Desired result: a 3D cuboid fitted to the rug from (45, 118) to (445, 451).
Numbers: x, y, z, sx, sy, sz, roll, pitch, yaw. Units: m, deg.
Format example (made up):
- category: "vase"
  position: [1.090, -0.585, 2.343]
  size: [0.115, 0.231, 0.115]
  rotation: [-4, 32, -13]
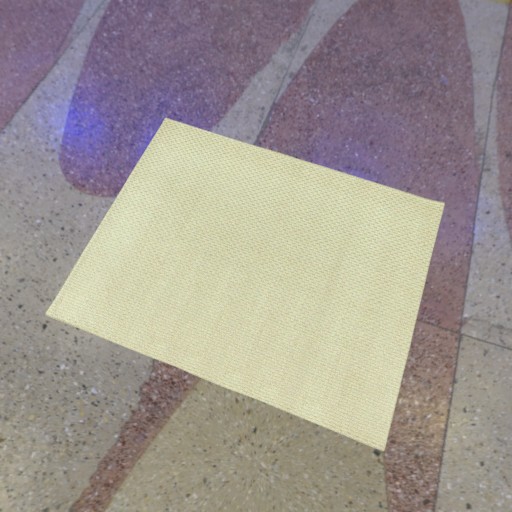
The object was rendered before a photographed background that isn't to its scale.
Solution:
- category: "rug"
  position: [0.000, 0.000, 3.909]
  size: [2.897, 0.035, 2.277]
  rotation: [19, 66, 9]
